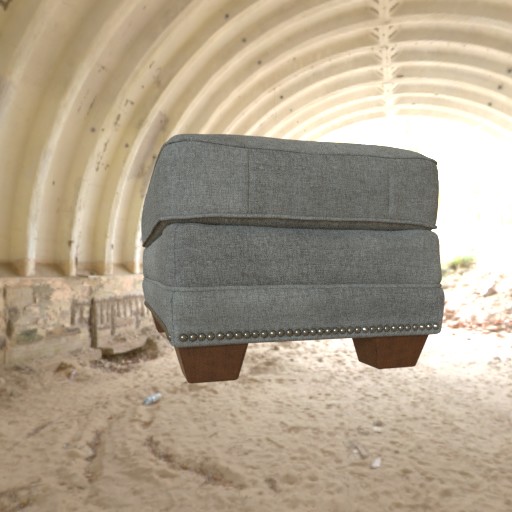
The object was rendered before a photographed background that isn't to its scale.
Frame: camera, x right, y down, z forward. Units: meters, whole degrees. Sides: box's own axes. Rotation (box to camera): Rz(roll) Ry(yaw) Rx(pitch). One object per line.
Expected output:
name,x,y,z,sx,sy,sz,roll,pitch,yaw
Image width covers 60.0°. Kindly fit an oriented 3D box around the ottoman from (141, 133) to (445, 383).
ottoman,0.000,0.000,1.161,0.561,0.457,0.813,0,-2,-17
